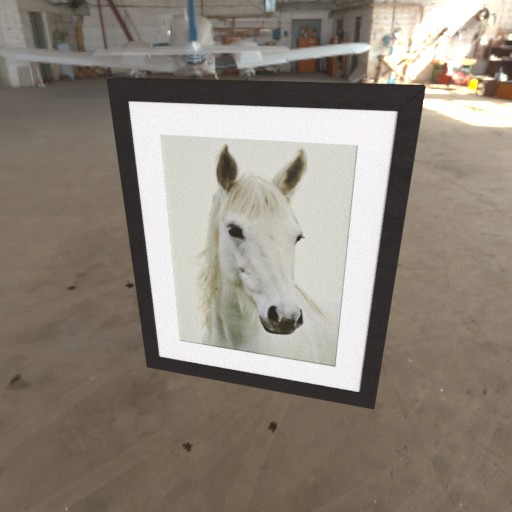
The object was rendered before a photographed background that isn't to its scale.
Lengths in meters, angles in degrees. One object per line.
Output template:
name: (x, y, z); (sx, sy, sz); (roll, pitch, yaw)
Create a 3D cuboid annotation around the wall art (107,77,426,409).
wall art: (0.000, 0.000, 0.752); (0.455, 0.552, 0.034); (7, 27, 13)
